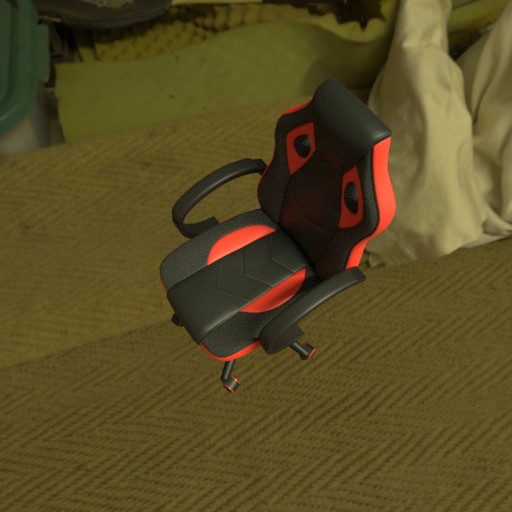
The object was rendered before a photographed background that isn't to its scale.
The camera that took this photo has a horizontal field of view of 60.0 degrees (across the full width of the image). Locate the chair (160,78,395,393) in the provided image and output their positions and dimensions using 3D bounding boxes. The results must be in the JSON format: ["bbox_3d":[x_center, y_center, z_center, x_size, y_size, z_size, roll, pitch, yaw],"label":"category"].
[{"bbox_3d":[0.000,0.000,1.432,0.642,1.016,0.600,-32,67,-15],"label":"chair"}]
